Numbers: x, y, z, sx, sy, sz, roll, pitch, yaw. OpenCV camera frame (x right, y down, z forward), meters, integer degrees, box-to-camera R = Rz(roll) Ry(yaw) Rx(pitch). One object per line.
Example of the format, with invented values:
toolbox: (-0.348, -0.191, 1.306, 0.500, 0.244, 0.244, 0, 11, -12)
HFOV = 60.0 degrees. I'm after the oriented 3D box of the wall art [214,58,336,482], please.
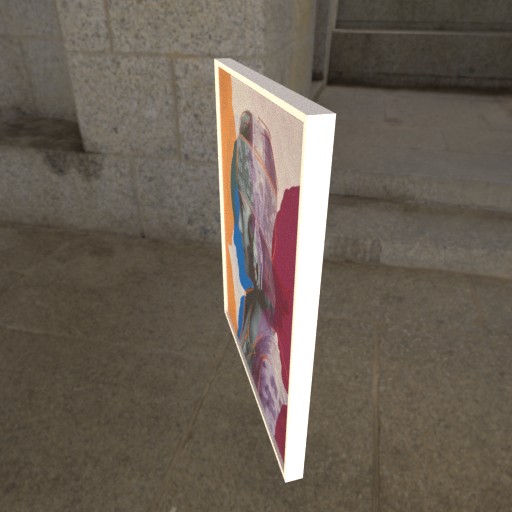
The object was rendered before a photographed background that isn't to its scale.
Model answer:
wall art: (0.000, 0.000, 0.727, 0.030, 0.549, 0.443, -8, 31, -13)
